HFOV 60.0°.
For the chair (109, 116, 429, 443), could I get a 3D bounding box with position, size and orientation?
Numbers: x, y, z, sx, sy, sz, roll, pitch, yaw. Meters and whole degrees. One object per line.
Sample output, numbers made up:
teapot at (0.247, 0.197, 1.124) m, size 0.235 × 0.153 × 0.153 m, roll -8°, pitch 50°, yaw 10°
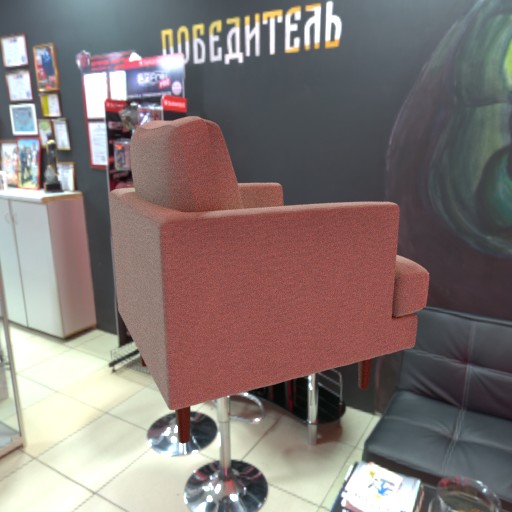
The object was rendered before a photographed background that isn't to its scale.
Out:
chair at (0.000, 0.000, 1.635) m, size 0.899 × 0.957 × 0.858 m, roll -7°, pitch 16°, yaw -25°
